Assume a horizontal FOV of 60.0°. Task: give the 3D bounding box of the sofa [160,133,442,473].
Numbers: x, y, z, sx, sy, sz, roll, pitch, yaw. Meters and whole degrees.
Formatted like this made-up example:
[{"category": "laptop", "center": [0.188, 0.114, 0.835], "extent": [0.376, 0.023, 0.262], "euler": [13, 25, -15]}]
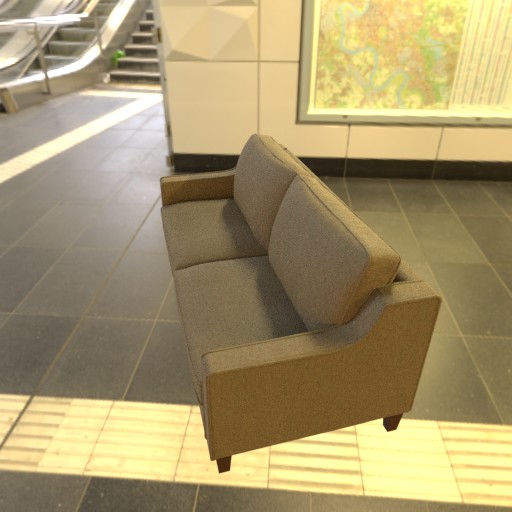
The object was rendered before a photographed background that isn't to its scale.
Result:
[{"category": "sofa", "center": [0.000, 0.000, 2.824], "extent": [1.073, 1.074, 2.181], "euler": [-8, 32, -13]}]
